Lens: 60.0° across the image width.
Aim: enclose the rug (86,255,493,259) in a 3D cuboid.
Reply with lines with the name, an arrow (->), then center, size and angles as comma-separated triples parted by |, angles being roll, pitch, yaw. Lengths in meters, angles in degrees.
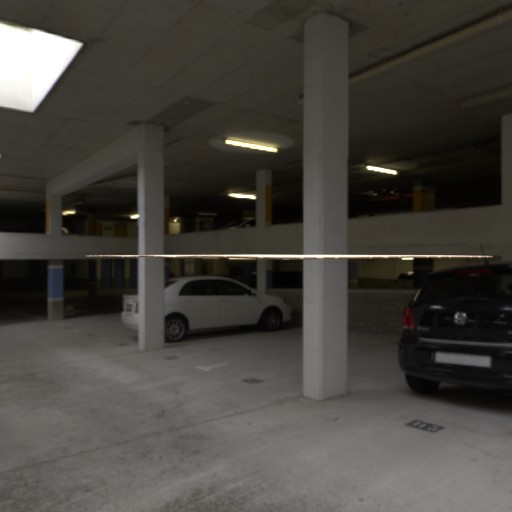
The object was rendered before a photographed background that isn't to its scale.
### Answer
rug -> 0.000, 0.000, 2.187 | 1.152, 0.013, 1.761 | 0, 0, -37
